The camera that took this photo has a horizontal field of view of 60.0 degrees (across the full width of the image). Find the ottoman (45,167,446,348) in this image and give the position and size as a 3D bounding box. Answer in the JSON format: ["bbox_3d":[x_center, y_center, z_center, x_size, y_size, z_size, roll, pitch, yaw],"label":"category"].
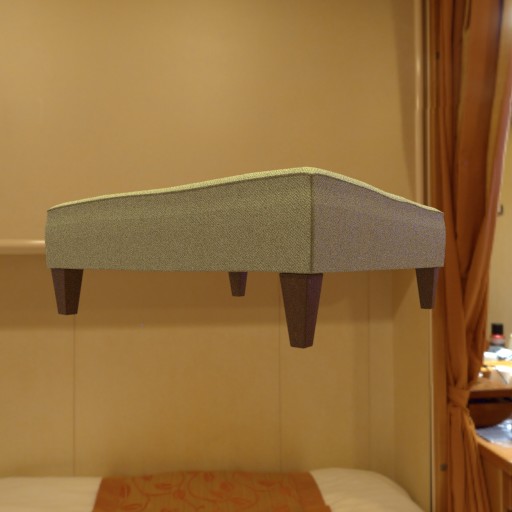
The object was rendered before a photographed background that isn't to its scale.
[{"bbox_3d":[0.000,0.000,1.522,1.004,0.379,0.968,0,-1,37],"label":"ottoman"}]
